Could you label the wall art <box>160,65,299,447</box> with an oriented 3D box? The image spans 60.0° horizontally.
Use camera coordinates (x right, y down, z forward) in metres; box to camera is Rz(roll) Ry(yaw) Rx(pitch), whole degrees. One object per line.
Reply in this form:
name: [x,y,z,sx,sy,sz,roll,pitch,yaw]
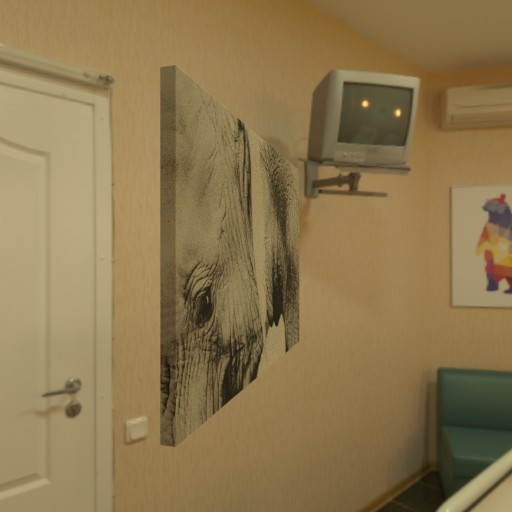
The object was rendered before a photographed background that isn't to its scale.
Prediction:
wall art: [0.000,0.000,1.426,0.035,0.758,1.141,0,0,18]
